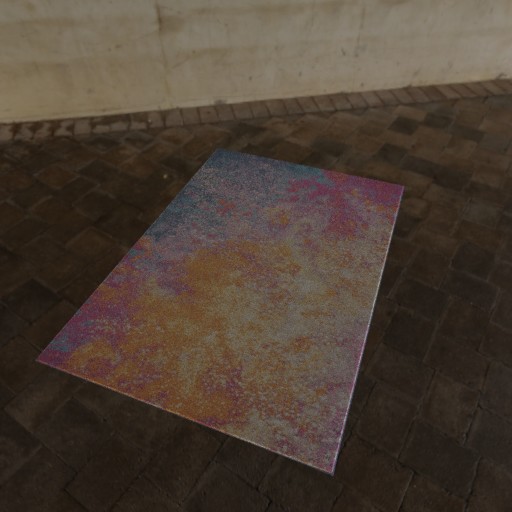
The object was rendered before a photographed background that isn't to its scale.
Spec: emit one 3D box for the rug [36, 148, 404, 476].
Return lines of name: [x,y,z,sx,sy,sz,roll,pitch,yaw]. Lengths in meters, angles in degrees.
rug: [0.000,0.000,3.628,2.007,0.013,2.896,15,46,15]
